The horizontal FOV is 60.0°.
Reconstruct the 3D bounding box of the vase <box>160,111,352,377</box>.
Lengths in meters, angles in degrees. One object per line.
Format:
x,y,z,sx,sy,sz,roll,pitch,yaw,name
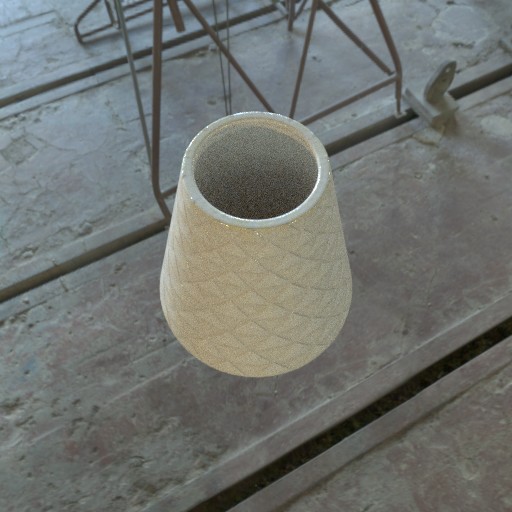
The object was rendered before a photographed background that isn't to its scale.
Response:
0.000,0.000,0.362,0.175,0.230,0.175,0,63,0,vase
